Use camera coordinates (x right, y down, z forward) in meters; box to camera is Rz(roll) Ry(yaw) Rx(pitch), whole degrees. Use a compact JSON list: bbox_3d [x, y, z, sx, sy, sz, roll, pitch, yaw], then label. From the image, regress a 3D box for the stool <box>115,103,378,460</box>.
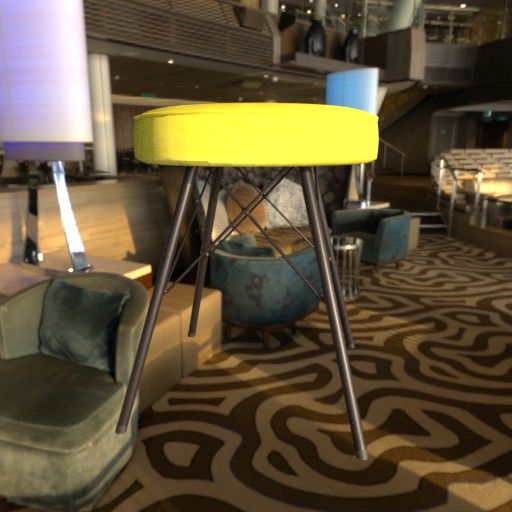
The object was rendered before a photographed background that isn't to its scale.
[{"bbox_3d":[0.000,0.000,0.814,0.409,0.508,0.409,2,14,9],"label":"stool"}]
